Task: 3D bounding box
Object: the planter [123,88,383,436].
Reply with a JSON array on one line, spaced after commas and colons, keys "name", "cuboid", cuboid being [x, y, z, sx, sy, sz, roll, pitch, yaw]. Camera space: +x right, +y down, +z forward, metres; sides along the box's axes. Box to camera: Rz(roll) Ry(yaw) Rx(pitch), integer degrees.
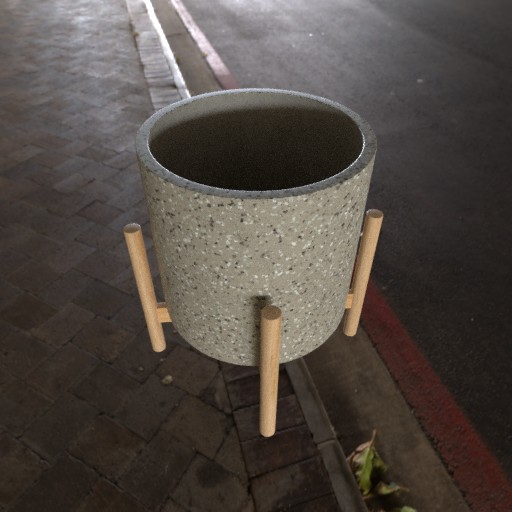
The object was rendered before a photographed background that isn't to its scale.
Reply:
[{"name": "planter", "cuboid": [0.000, 0.000, 0.704, 0.360, 0.419, 0.360, 11, 43, 13]}]
